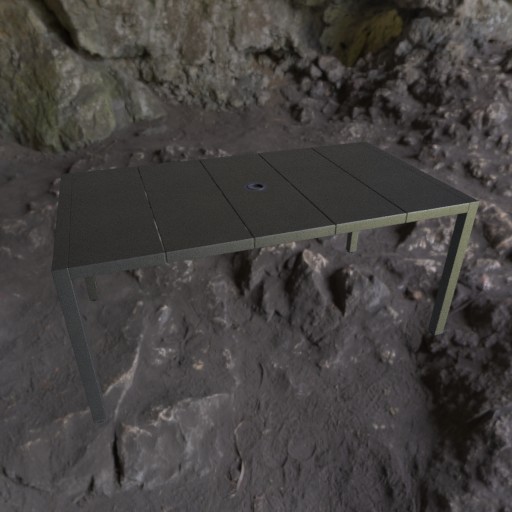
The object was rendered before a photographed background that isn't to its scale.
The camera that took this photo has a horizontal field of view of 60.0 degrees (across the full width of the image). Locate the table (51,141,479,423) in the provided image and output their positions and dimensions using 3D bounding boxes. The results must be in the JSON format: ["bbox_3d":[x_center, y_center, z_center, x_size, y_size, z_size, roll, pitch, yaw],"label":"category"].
[{"bbox_3d":[0.000,0.000,2.190,1.680,0.735,0.914,-10,32,-16],"label":"table"}]
